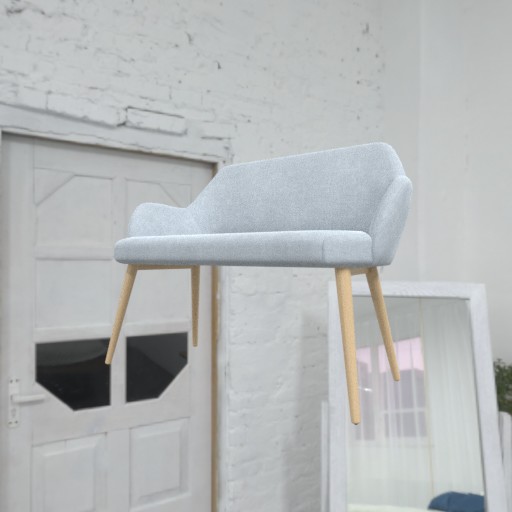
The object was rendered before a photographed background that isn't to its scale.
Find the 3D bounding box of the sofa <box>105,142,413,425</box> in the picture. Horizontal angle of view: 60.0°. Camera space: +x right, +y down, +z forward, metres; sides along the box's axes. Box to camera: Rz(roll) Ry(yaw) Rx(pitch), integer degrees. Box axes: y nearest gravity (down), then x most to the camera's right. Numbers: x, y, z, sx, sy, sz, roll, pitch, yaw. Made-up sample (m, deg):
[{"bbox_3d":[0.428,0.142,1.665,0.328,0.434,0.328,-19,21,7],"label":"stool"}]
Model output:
[{"bbox_3d":[0.000,0.000,1.627,1.150,0.840,0.610,0,0,36],"label":"sofa"}]
